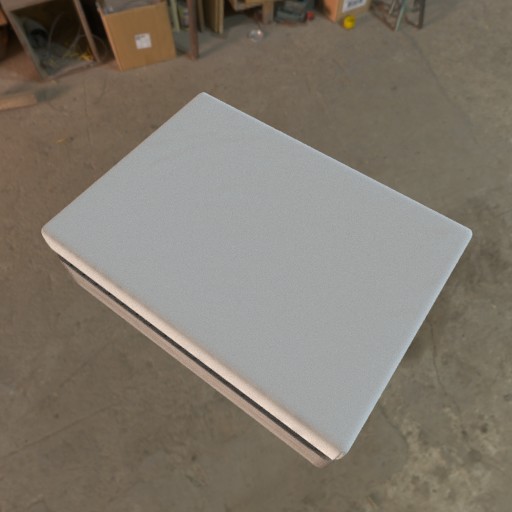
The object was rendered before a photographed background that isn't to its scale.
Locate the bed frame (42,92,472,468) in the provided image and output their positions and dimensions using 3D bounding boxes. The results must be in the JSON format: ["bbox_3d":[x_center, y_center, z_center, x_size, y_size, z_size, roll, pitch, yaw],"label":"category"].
[{"bbox_3d":[0.000,0.000,2.589,1.900,0.561,1.400,32,65,17],"label":"bed frame"}]
